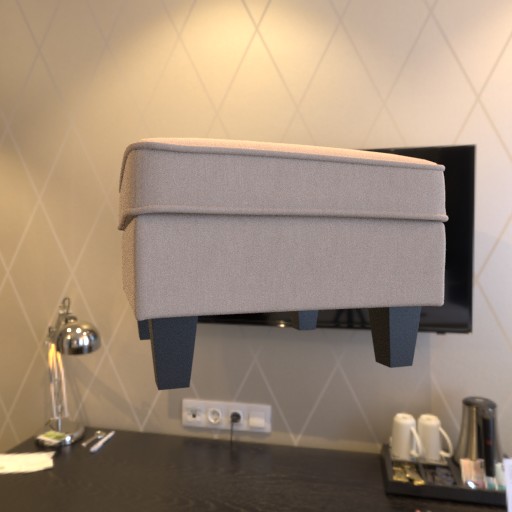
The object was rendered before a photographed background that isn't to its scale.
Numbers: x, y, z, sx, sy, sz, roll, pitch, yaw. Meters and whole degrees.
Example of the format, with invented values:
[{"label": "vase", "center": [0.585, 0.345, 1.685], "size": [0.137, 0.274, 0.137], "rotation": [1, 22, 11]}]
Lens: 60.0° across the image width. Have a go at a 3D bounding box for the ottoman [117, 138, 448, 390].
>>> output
[{"label": "ottoman", "center": [0.000, 0.000, 1.039], "size": [0.613, 0.438, 0.616], "rotation": [0, 1, -18]}]
